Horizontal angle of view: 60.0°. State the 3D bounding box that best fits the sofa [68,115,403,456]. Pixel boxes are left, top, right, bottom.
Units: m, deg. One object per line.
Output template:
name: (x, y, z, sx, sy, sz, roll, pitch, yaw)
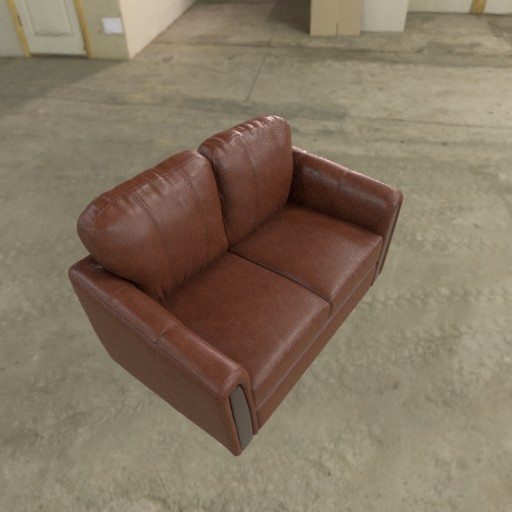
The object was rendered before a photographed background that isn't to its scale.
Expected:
sofa: (0.000, 0.000, 2.005, 0.805, 0.906, 1.406, 26, 47, 27)
